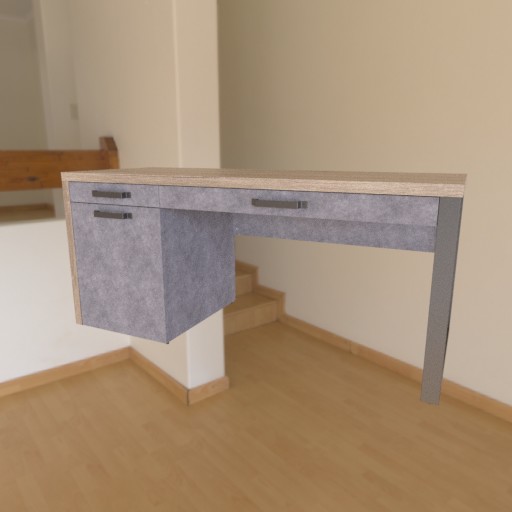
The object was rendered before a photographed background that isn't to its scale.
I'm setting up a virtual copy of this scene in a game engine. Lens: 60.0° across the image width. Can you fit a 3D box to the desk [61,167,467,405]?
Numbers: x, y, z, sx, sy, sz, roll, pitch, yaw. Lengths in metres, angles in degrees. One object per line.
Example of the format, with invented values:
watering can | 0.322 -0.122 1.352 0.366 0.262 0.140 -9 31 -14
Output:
desk | 0.000 0.000 2.063 1.700 0.760 0.690 6 15 25
